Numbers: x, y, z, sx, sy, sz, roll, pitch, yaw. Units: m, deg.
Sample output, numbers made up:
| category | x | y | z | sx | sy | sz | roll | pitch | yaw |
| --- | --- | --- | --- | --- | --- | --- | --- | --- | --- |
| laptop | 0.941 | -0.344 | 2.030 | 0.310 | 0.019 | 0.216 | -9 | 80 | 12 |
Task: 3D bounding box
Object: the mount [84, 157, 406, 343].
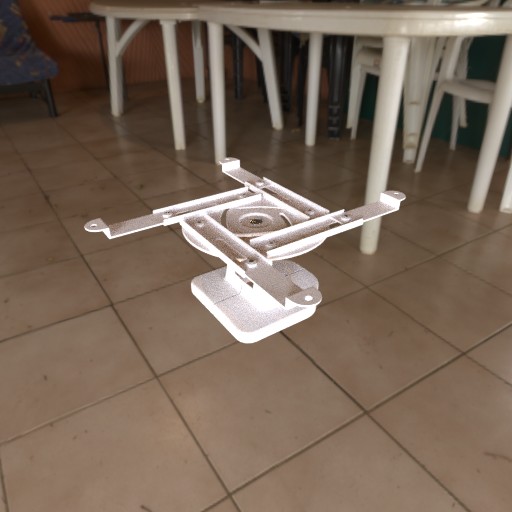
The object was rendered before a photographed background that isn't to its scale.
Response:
| category | x | y | z | sx | sy | sz | roll | pitch | yaw |
| --- | --- | --- | --- | --- | --- | --- | --- | --- | --- |
| mount | 0.000 | 0.000 | 0.605 | 0.394 | 0.141 | 0.394 | -19 | 36 | -29 |
